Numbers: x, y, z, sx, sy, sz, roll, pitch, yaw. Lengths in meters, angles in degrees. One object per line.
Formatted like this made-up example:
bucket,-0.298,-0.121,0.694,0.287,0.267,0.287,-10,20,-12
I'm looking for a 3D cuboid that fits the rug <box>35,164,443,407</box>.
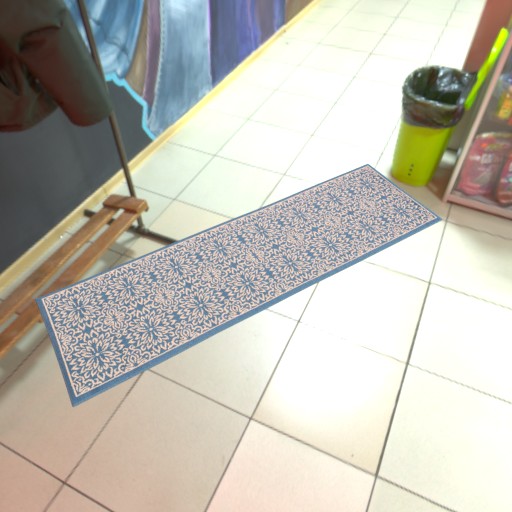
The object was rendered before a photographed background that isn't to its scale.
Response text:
rug,0.000,0.000,2.424,2.196,0.011,0.662,-24,52,-21
